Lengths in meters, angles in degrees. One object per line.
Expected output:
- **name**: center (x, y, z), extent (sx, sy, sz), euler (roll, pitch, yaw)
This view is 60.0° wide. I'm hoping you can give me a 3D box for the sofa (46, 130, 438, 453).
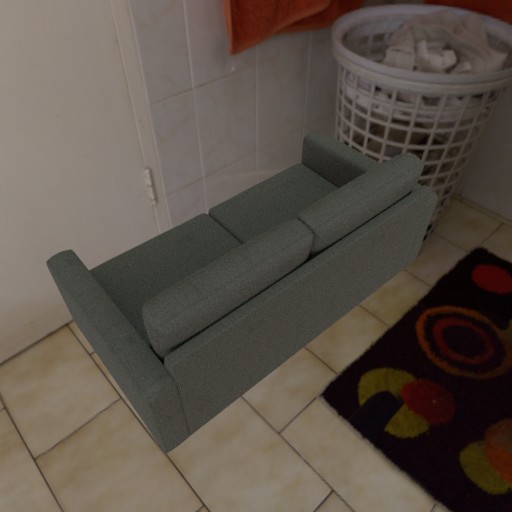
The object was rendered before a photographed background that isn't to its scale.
- **sofa**: center (0.000, 0.000, 2.268), extent (1.730, 0.897, 0.889), euler (-31, 53, -27)
